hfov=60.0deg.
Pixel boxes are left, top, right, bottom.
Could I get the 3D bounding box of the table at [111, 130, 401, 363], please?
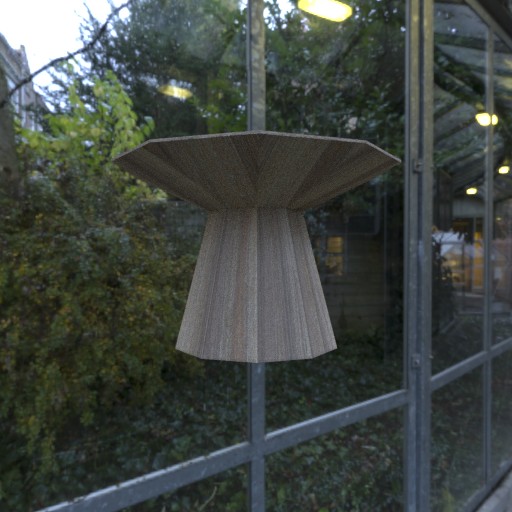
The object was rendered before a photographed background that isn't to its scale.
[{"bbox_3d":[0.000,0.000,1.910,1.186,0.752,1.186,0,0,0],"label":"table"}]
